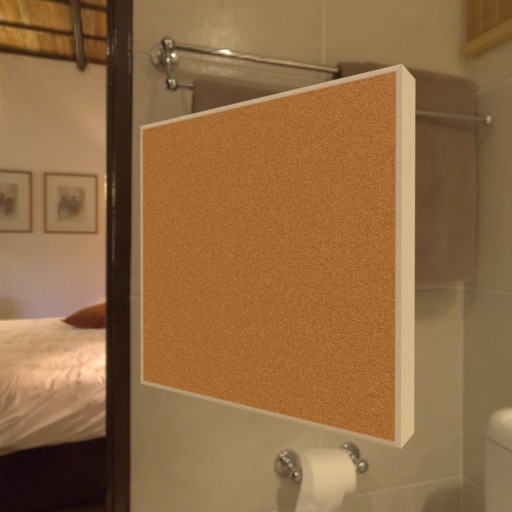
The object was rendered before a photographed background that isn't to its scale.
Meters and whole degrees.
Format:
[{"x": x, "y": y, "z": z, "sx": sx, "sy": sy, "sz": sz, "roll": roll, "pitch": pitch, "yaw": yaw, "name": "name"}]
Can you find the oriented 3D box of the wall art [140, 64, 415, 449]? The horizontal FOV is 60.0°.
[{"x": 0.000, "y": 0.000, "z": 0.452, "sx": 0.305, "sy": 0.304, "sz": 0.038, "roll": 0, "pitch": 1, "yaw": 35, "name": "wall art"}]
